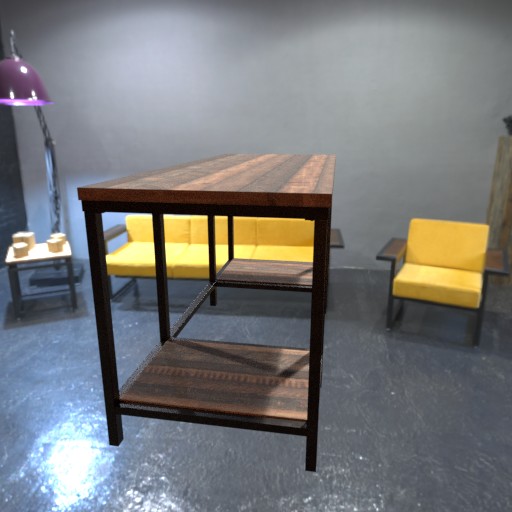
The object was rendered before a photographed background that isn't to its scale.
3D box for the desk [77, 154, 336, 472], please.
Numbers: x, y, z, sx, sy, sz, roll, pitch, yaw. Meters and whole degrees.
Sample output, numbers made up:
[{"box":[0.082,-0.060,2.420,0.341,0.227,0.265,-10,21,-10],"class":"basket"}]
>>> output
[{"box":[0.000,0.000,1.866,0.617,0.753,1.538,3,16,10],"class":"desk"}]
